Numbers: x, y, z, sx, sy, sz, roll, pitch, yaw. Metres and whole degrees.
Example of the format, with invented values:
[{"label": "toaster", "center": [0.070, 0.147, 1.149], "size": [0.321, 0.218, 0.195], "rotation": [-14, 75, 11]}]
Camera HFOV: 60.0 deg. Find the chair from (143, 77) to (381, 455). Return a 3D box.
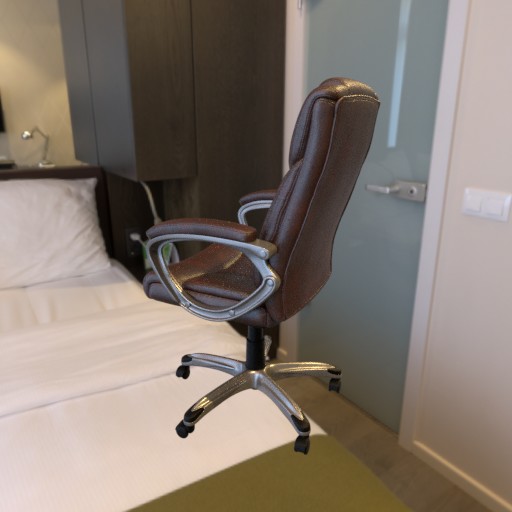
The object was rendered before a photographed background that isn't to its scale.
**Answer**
[{"label": "chair", "center": [0.000, 0.000, 1.543], "size": [0.692, 1.128, 0.656], "rotation": [8, 19, 25]}]
